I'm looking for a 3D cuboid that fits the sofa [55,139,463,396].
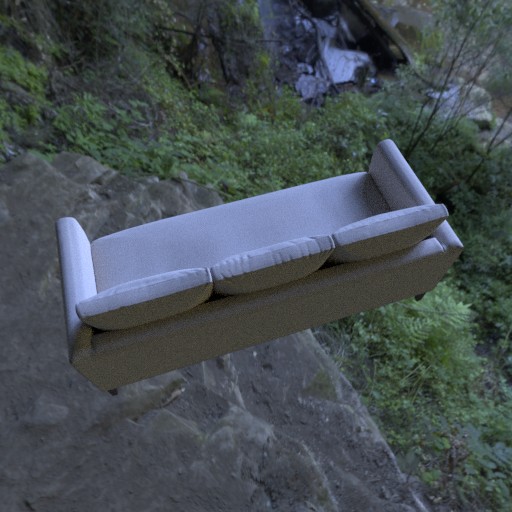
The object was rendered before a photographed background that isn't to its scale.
[{"bbox_3d":[0.000,0.000,2.717,2.198,0.911,0.902,-15,60,-9],"label":"sofa"}]
